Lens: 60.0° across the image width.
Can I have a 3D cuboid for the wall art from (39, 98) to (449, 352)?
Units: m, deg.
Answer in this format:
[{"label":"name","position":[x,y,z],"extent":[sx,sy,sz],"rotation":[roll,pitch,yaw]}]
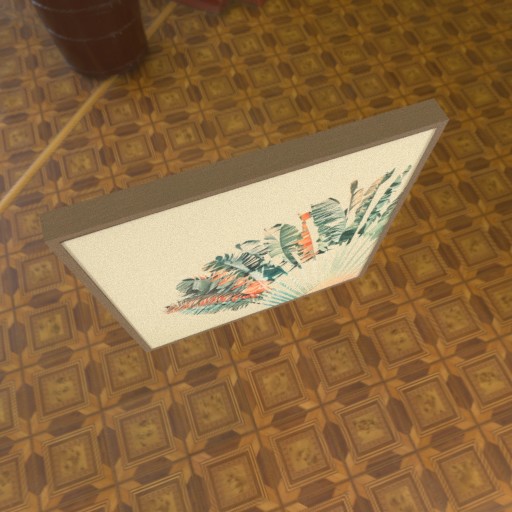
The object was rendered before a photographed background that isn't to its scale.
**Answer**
[{"label":"wall art","position":[0.000,0.000,0.759],"extent":[0.508,0.506,0.038],"rotation":[-18,66,-9]}]
